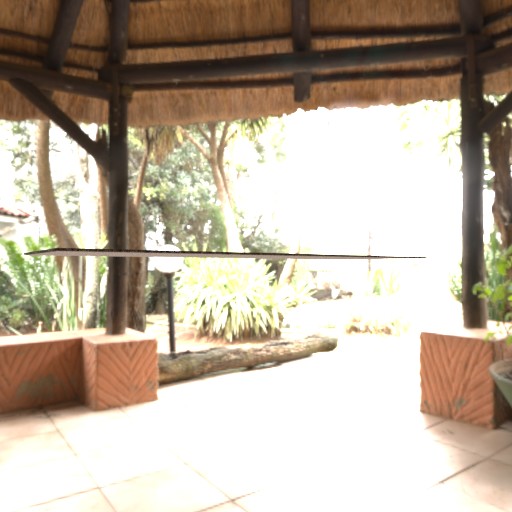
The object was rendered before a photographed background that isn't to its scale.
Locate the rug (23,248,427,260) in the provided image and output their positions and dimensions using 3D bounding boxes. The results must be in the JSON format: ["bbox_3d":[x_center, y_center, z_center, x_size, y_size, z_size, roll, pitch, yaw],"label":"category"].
[{"bbox_3d":[0.000,0.000,2.552,2.305,0.013,0.719,1,-2,-36],"label":"rug"}]
